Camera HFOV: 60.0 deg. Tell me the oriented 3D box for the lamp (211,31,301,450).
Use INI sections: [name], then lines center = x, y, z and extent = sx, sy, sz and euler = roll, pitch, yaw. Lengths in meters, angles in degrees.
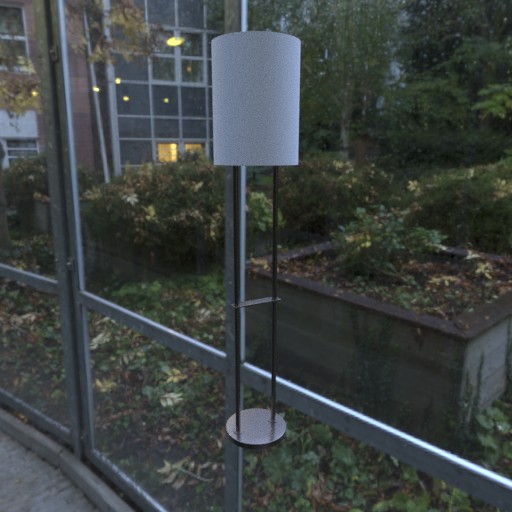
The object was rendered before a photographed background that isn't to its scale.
[lamp]
center = 0.000, 0.000, 1.689
extent = 0.306, 1.500, 0.305
euler = -7, 15, -27
